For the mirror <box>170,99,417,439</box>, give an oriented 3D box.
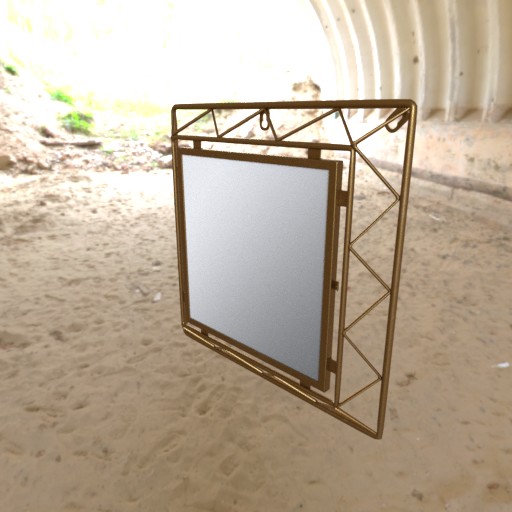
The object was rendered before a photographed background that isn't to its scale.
[{"bbox_3d":[0.000,0.000,0.629,0.416,0.414,0.046,17,24,42],"label":"mirror"}]
